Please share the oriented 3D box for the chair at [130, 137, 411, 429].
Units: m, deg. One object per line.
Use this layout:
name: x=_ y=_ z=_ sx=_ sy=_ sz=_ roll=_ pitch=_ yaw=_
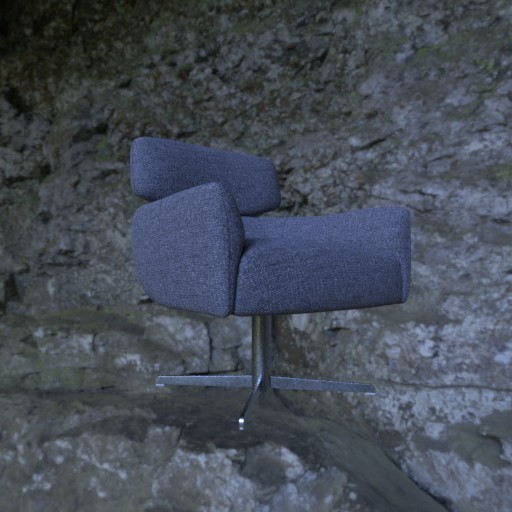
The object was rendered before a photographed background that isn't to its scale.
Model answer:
chair: x=0.000 y=0.000 z=1.377 sx=0.706 sy=0.812 sz=0.715 roll=1 pitch=-2 yaw=-36
